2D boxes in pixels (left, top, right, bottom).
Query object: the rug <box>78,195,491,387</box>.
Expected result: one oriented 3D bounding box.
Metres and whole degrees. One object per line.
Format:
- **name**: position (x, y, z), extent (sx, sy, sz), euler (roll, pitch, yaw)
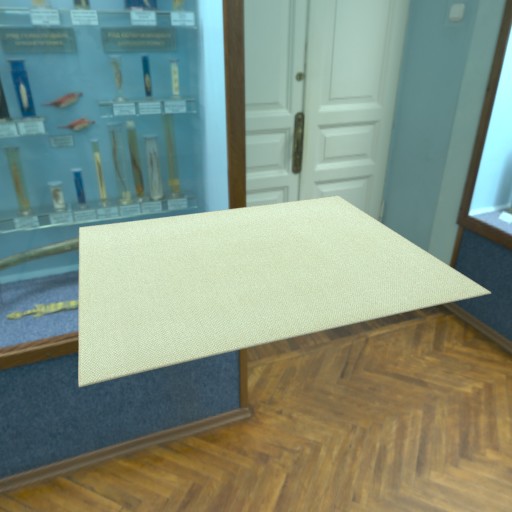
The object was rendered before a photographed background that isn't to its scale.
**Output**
- **rug**: position (0.000, 0.000, 4.032), extent (3.039, 0.018, 2.462), euler (-9, 28, -17)
